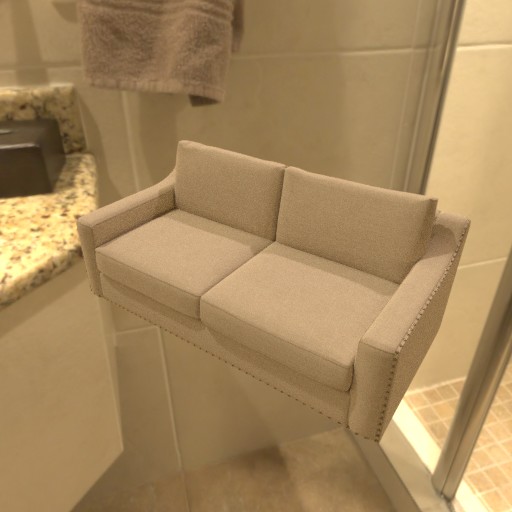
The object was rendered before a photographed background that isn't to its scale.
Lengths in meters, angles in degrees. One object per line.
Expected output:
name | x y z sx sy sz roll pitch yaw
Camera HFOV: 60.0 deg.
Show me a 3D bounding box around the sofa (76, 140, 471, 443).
sofa | 0.000 0.000 2.718 2.107 0.983 1.104 20 36 30
